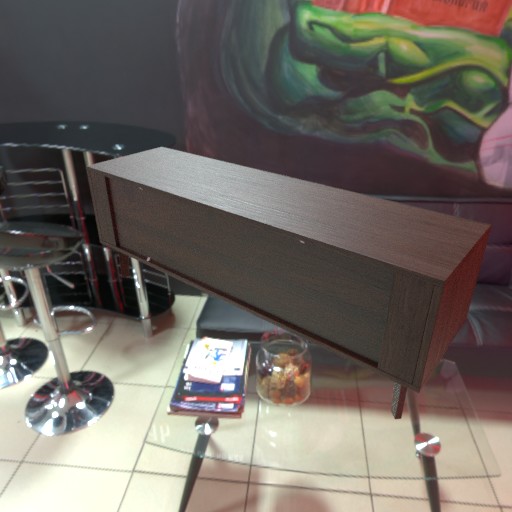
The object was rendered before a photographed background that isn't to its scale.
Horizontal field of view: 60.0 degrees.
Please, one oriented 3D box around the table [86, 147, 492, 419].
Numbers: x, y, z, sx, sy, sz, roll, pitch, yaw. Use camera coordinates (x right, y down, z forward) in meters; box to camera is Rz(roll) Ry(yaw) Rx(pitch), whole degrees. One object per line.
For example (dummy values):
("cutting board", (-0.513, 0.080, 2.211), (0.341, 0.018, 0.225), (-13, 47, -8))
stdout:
("table", (0.000, 0.000, 1.624), (1.397, 0.508, 0.405), (21, 34, 33))
